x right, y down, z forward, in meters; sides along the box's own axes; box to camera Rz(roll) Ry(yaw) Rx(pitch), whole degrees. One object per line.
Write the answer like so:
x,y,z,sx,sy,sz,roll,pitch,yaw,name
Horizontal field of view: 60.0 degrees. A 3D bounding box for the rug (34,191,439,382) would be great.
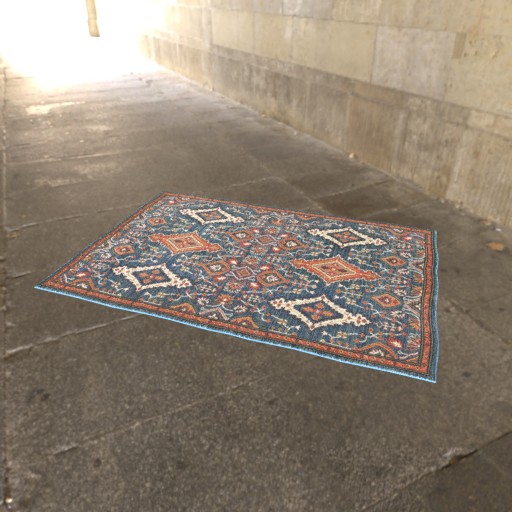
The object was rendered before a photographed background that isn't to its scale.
0.000,0.000,3.056,2.373,0.009,1.622,10,33,16,rug
